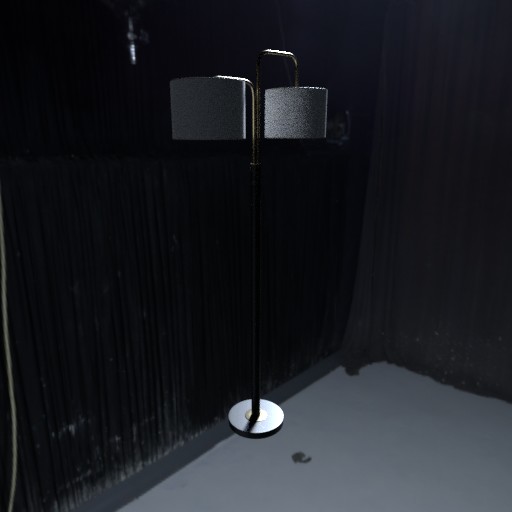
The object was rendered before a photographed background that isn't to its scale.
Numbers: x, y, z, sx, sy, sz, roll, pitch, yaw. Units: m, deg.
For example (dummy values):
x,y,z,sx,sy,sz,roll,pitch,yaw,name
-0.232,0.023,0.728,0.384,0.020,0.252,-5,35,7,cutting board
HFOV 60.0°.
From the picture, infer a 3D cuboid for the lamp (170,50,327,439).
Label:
x,y,z,sx,sy,sz,roll,pitch,yaw,name
0.000,0.000,1.840,0.711,1.587,0.254,-15,21,-42,lamp
